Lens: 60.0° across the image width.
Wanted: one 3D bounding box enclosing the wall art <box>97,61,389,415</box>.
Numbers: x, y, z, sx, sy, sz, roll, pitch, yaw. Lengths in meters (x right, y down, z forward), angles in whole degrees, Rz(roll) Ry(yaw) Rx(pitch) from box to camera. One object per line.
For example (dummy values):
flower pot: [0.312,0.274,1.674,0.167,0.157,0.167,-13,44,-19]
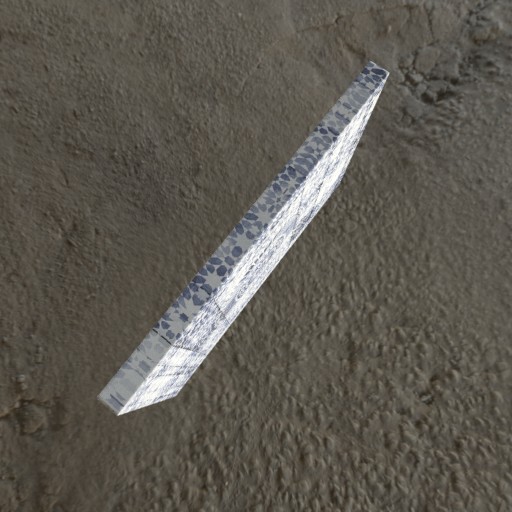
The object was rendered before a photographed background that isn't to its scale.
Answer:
wall art: [0.000,0.000,1.196,0.057,0.608,0.911,36,79,9]
